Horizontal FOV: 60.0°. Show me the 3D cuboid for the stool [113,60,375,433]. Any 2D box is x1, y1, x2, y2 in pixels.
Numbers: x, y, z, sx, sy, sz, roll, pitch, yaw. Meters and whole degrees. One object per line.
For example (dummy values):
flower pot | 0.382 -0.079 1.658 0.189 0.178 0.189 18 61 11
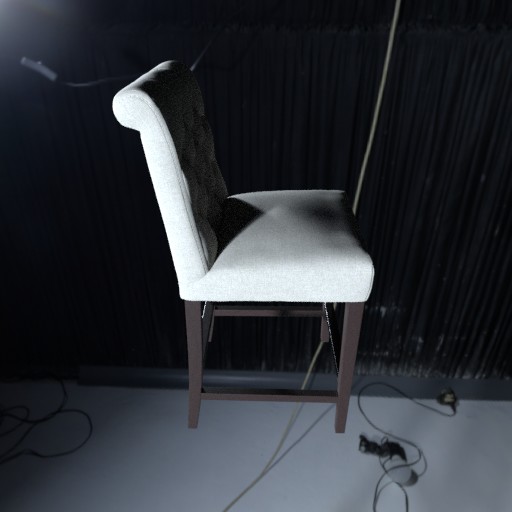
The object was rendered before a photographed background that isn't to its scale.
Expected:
stool | 0.000 0.000 1.341 0.601 1.040 0.493 1 31 1
